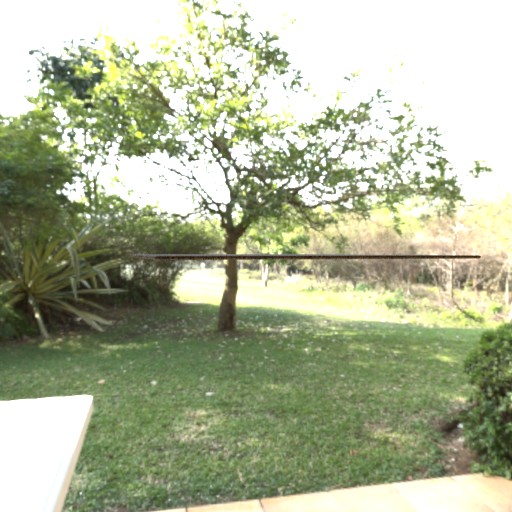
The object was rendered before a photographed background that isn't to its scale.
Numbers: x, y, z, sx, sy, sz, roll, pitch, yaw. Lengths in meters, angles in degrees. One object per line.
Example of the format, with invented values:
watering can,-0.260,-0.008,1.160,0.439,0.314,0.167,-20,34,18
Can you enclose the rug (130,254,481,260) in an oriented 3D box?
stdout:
rug,0.000,0.000,2.385,1.243,0.014,1.846,0,0,-18
